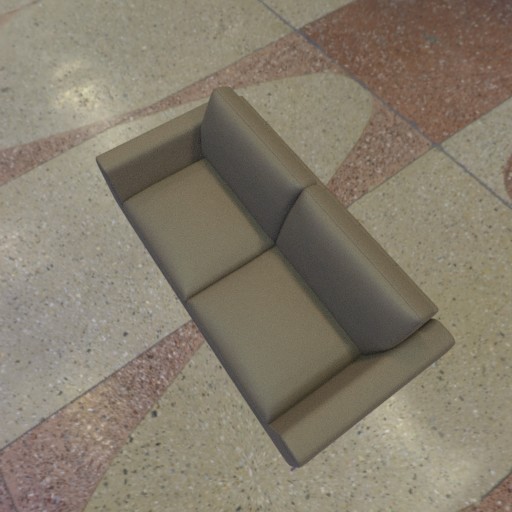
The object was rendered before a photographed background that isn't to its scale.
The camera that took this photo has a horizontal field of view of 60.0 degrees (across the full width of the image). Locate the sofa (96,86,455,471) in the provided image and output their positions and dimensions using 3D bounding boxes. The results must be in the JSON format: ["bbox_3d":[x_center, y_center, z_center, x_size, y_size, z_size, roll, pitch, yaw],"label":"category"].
[{"bbox_3d":[0.000,0.000,2.502,0.953,0.875,2.017,-32,68,-15],"label":"sofa"}]
